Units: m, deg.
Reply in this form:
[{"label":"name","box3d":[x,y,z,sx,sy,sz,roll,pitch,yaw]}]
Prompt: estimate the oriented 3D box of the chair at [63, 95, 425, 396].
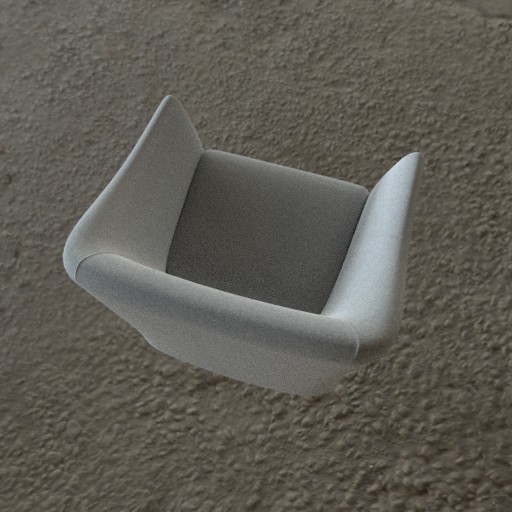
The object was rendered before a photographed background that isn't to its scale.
[{"label":"chair","box3d":[0.000,0.000,1.334,0.790,0.720,0.700,15,64,8]}]
